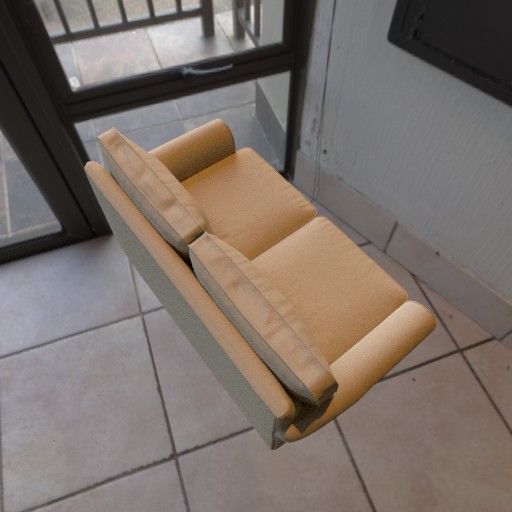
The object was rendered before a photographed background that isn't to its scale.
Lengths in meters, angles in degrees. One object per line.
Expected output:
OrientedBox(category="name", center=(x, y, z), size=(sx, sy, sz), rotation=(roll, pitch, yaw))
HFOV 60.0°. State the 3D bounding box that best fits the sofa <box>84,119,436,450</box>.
OrientedBox(category="sofa", center=(0.000, 0.000, 2.234), size=(0.964, 0.937, 1.665), rotation=(-34, 64, -19))
